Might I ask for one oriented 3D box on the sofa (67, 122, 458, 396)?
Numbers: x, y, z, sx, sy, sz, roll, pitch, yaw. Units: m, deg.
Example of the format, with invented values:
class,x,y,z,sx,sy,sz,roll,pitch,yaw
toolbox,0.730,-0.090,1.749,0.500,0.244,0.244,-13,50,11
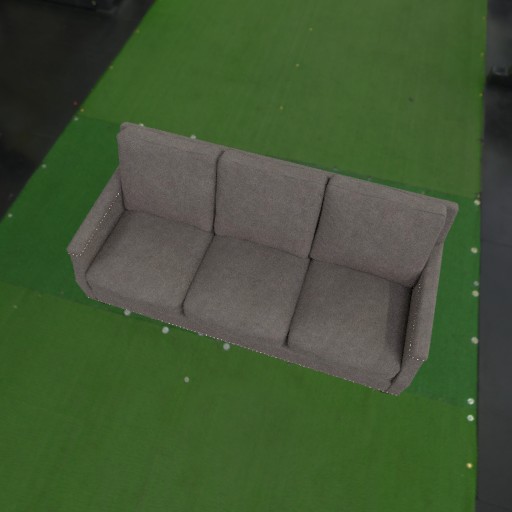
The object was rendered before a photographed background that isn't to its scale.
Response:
class,x,y,z,sx,sy,sz,roll,pitch,yaw
sofa,0.000,0.000,2.881,2.226,1.042,1.034,16,61,9
